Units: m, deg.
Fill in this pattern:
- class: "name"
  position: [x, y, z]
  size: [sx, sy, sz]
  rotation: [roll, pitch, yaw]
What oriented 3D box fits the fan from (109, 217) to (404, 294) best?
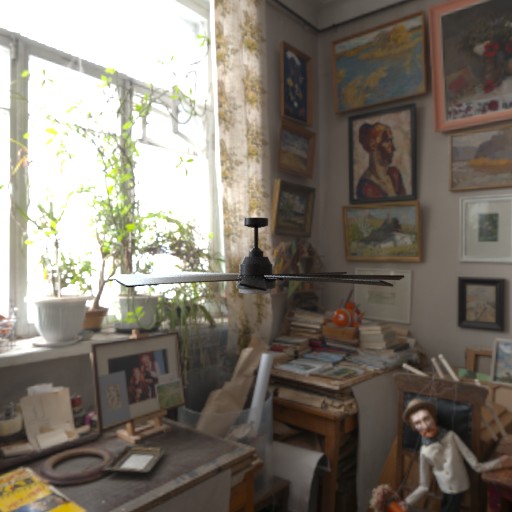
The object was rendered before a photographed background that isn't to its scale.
- class: "fan"
  position: [0.000, 0.000, 2.793]
  size: [1.830, 0.472, 1.830]
  rotation: [0, 0, 1]
